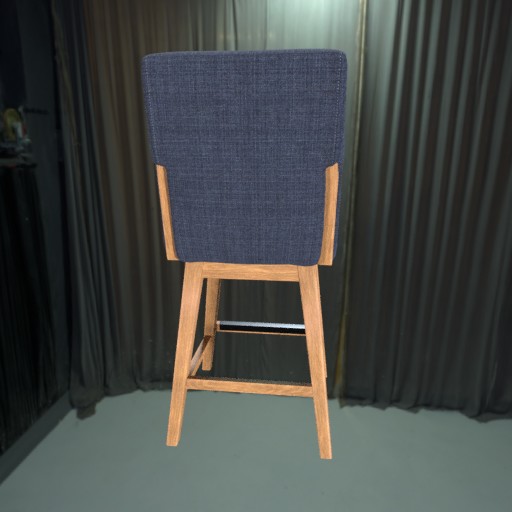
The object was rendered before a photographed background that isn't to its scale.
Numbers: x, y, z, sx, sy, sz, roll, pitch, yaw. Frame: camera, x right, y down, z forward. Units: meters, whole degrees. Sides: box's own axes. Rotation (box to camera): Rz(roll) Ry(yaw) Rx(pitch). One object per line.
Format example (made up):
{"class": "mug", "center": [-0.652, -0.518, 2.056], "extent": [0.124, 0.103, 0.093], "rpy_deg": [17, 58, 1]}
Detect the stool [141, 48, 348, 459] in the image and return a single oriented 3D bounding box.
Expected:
{"class": "stool", "center": [0.000, 0.000, 1.277], "extent": [0.459, 1.010, 0.526], "rpy_deg": [2, 15, 7]}
